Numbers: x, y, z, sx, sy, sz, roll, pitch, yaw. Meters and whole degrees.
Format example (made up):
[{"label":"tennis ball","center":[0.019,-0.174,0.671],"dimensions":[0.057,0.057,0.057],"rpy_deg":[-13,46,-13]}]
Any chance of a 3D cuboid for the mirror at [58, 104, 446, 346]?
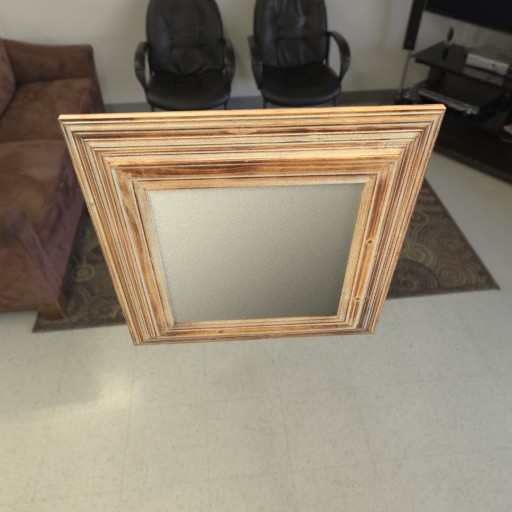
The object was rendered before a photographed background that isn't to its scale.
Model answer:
[{"label":"mirror","center":[0.000,0.000,1.191],"dimensions":[0.804,0.804,0.061],"rpy_deg":[-2,45,-2]}]
